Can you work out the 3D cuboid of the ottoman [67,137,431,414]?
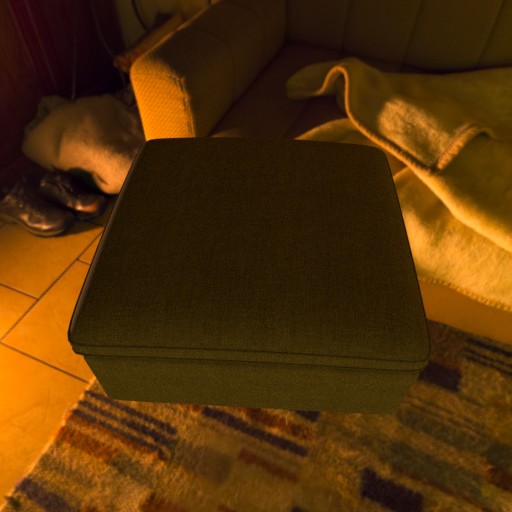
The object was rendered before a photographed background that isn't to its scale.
[{"bbox_3d":[0.000,0.000,1.723,1.067,0.559,1.067,2,48,2],"label":"ottoman"}]
